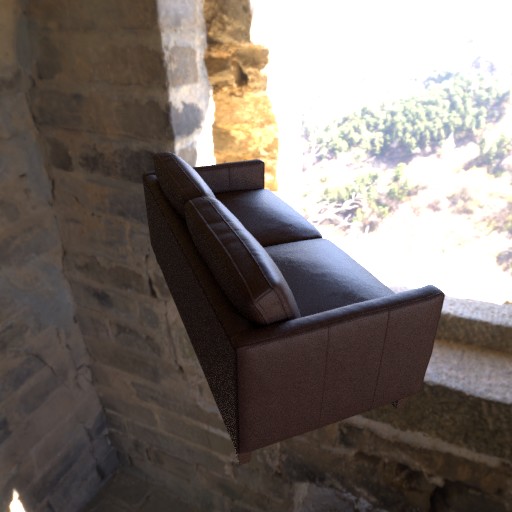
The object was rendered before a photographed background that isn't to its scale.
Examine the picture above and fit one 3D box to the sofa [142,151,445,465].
[{"bbox_3d":[0.000,0.000,2.519,0.923,0.863,1.971,-11,31,-19],"label":"sofa"}]
